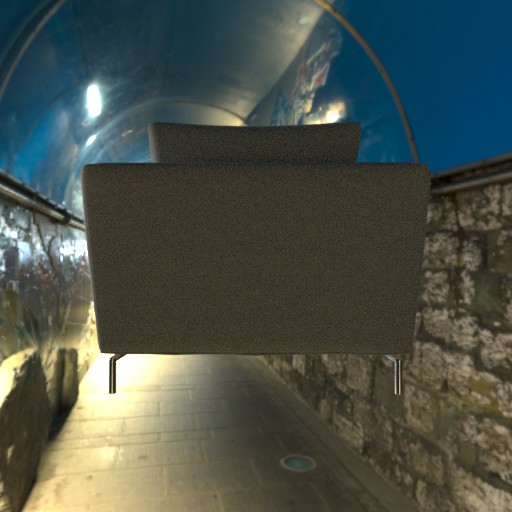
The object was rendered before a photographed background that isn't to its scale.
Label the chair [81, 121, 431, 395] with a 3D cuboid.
[{"bbox_3d":[0.000,0.000,1.702,1.041,0.864,0.889,0,-1,0],"label":"chair"}]
